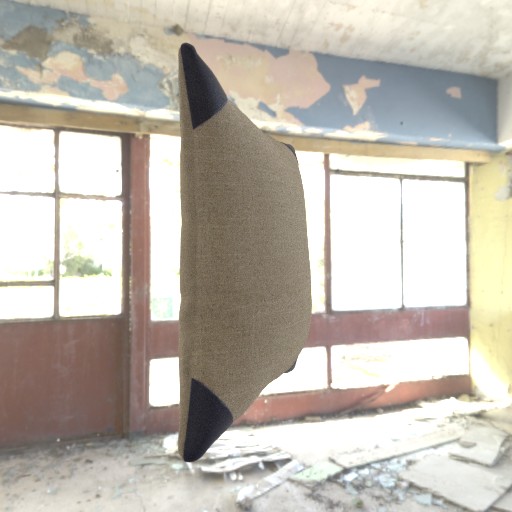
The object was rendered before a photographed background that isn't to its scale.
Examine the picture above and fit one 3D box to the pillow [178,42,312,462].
[{"bbox_3d":[0.000,0.000,0.663,0.147,0.441,0.440,0,-1,18],"label":"pillow"}]
